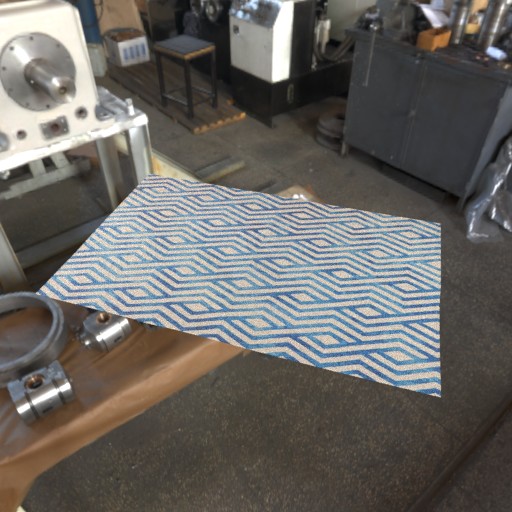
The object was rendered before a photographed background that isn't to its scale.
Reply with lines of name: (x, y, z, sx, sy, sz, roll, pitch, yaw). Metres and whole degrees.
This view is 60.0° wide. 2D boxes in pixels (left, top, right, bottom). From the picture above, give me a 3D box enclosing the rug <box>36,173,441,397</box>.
rug: (0.000, 0.000, 3.068, 2.439, 0.008, 1.531, 12, 43, 13)
